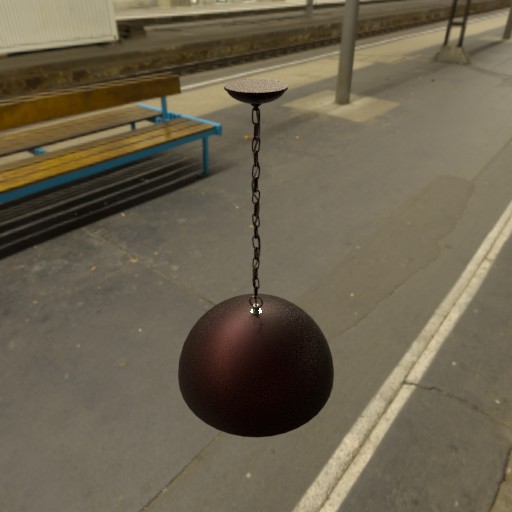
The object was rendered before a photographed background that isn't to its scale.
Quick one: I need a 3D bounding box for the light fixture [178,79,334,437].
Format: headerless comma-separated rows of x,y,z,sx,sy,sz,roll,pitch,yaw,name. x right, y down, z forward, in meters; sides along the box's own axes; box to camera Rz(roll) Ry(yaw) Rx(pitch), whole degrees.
0.000,0.000,1.187,0.492,0.869,0.492,9,34,14,light fixture
